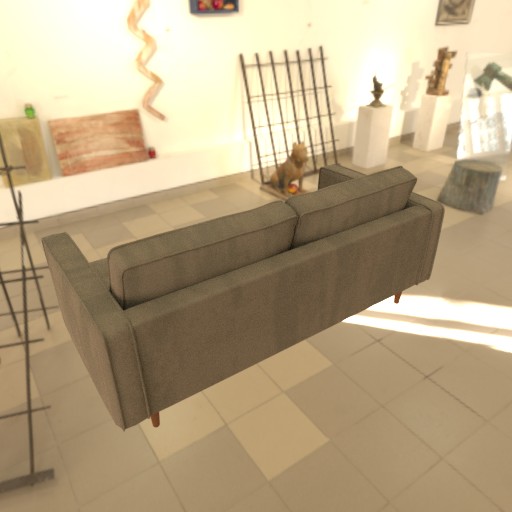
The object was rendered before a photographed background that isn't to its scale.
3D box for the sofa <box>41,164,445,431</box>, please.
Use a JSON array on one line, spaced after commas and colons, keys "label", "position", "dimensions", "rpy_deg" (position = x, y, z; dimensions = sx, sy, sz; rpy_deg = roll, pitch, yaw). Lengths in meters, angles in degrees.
[{"label": "sofa", "position": [0.000, 0.000, 2.363], "dimensions": [1.920, 0.825, 0.924], "rpy_deg": [-19, 35, -30]}]
